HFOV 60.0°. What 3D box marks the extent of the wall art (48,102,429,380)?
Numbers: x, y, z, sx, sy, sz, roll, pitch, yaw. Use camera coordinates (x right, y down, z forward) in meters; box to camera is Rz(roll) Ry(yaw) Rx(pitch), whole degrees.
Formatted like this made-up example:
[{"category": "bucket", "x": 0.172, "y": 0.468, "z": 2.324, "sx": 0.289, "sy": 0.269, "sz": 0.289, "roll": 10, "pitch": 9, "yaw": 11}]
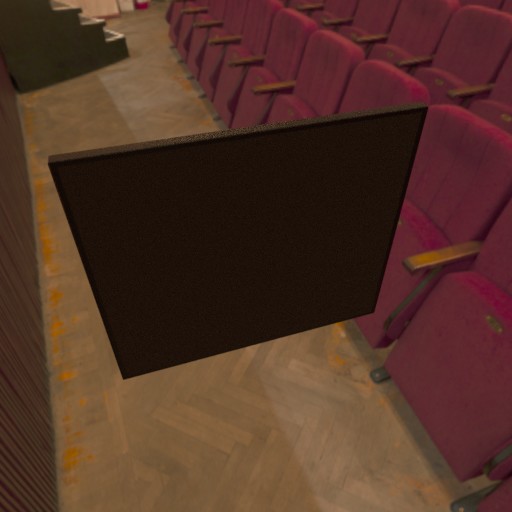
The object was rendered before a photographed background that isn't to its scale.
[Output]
[{"category": "wall art", "x": 0.000, "y": 0.000, "z": 0.736, "sx": 0.521, "sy": 0.450, "sz": 0.018, "roll": -12, "pitch": 43, "yaw": -14}]
